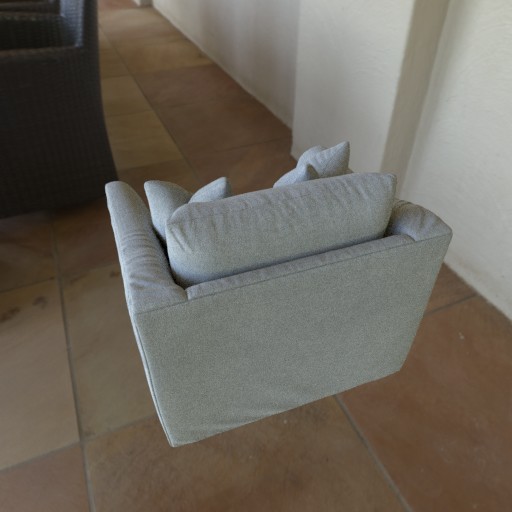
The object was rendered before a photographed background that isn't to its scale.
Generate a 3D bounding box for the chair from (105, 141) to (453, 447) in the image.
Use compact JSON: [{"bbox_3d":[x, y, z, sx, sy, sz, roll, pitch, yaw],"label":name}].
[{"bbox_3d":[0.000,0.000,2.067,1.194,1.059,1.071,-14,43,-15],"label":"chair"}]
